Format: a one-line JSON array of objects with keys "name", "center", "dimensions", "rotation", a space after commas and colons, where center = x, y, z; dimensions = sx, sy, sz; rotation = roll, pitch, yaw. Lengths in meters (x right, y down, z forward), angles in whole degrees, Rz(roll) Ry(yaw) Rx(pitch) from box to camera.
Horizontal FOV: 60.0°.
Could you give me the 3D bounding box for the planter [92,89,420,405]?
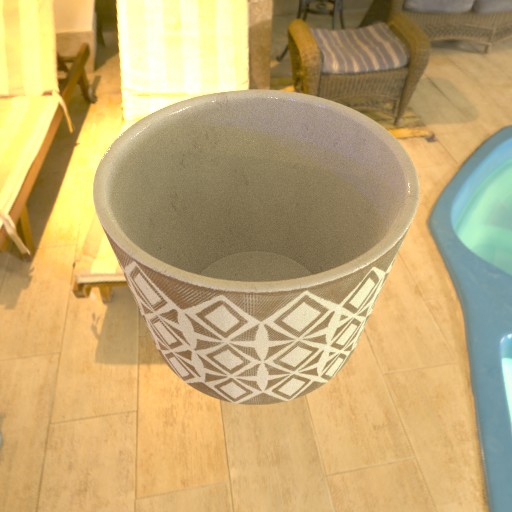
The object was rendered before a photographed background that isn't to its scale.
[{"name": "planter", "center": [0.000, 0.000, 0.443], "dimensions": [0.260, 0.220, 0.260], "rotation": [0, 47, 0]}]
